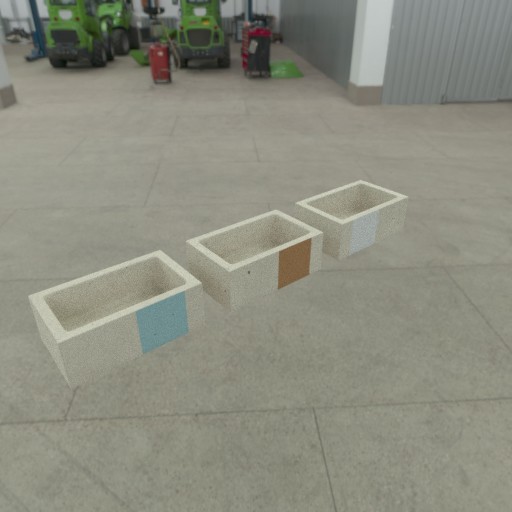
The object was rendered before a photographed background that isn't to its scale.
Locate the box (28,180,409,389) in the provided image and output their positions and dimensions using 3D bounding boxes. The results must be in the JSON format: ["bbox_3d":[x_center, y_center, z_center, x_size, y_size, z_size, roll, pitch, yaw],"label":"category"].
[{"bbox_3d":[0.000,0.000,0.508,0.461,0.051,0.082,-22,37,-33],"label":"box"}]
